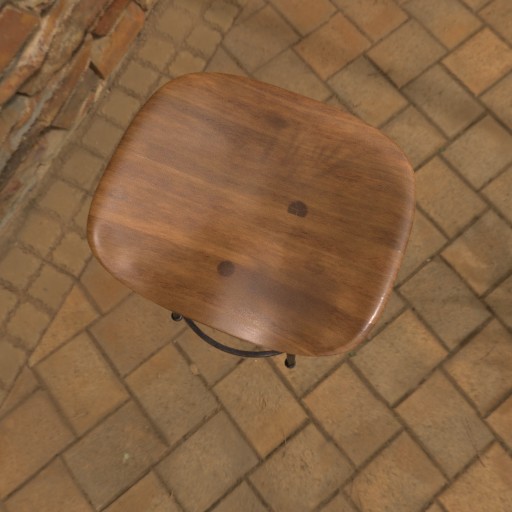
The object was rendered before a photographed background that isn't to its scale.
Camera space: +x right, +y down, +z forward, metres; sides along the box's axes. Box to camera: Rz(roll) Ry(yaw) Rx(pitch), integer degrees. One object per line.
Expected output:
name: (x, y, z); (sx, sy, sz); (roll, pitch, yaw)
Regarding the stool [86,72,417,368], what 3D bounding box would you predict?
stool: (0.000, 0.000, 0.951); (0.432, 0.694, 0.424); (22, 78, 5)
